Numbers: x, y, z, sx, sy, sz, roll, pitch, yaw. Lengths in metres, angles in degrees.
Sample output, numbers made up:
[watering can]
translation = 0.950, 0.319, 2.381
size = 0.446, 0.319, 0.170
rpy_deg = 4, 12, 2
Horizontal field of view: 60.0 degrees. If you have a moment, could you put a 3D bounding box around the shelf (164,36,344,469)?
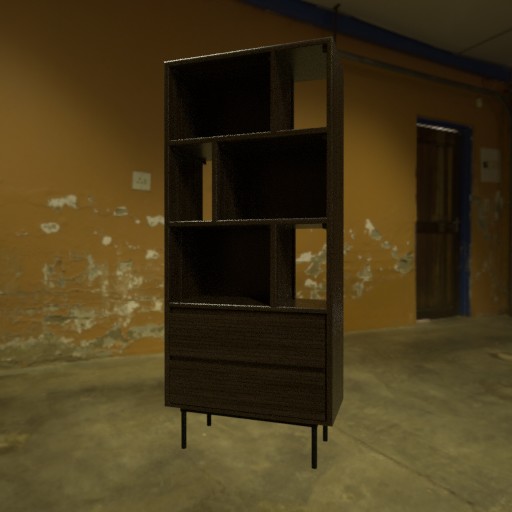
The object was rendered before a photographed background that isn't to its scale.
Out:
[shelf]
translation = 0.000, 0.000, 1.813
size = 0.670, 1.545, 0.323
rpy_deg = 0, 0, 18
